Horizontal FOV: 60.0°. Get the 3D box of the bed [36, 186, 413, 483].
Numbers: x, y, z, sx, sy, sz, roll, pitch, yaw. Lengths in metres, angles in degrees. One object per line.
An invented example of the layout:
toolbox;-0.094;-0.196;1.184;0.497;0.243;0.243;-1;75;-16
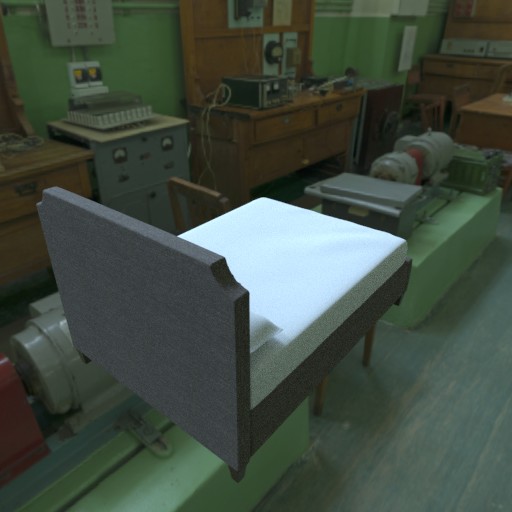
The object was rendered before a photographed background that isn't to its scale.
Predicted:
bed;0.000;0.000;3.465;1.713;1.457;2.381;22;36;33
